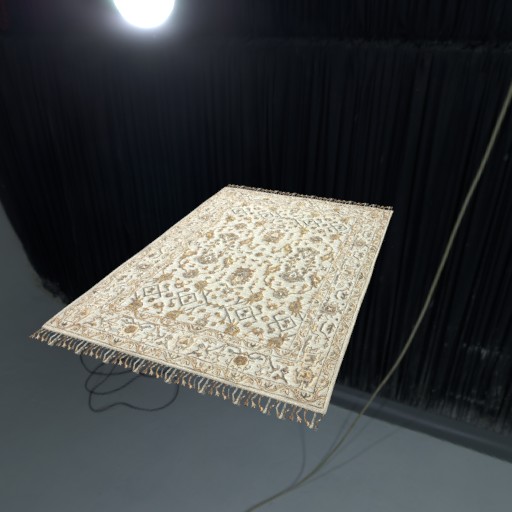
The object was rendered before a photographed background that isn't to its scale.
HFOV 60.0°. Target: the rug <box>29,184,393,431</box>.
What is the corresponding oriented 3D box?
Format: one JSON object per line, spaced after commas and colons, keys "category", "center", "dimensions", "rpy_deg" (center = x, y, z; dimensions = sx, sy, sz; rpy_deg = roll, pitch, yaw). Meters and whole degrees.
{"category": "rug", "center": [0.000, 0.000, 2.982], "dimensions": [1.529, 0.027, 2.434], "rpy_deg": [11, 31, 19]}
